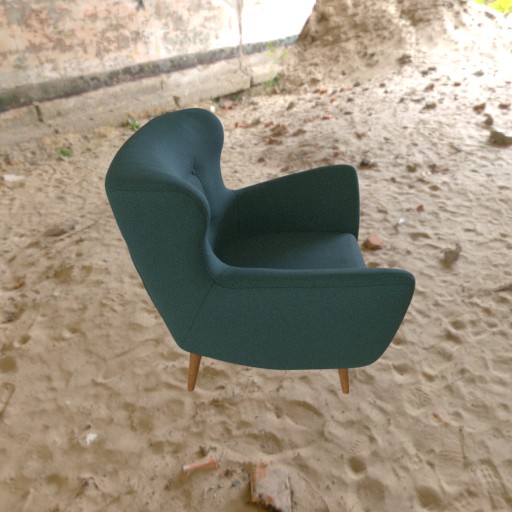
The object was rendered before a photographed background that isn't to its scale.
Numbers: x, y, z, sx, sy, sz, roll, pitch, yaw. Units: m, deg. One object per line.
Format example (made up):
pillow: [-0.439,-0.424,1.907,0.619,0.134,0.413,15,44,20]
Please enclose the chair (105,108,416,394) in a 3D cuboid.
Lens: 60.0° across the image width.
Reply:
chair: [0.000,0.000,1.623,0.889,0.889,0.890,0,32,0]
